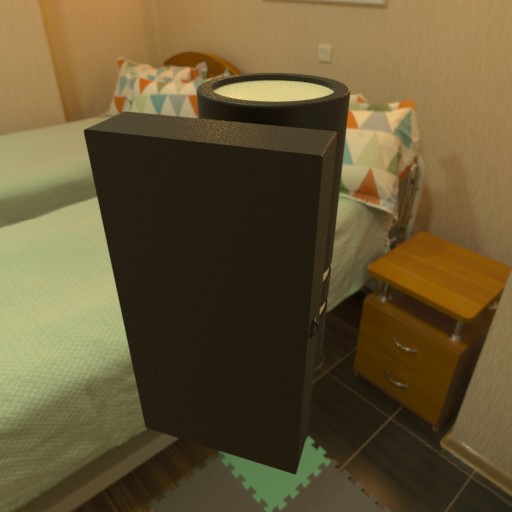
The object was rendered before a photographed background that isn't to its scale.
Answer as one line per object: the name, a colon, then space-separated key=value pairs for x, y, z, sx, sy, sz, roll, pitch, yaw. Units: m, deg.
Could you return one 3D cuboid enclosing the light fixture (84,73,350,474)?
light fixture: x=0.000 y=0.000 z=0.259 sx=0.098 sy=0.179 sz=0.138 roll=10 pitch=34 yaw=16
